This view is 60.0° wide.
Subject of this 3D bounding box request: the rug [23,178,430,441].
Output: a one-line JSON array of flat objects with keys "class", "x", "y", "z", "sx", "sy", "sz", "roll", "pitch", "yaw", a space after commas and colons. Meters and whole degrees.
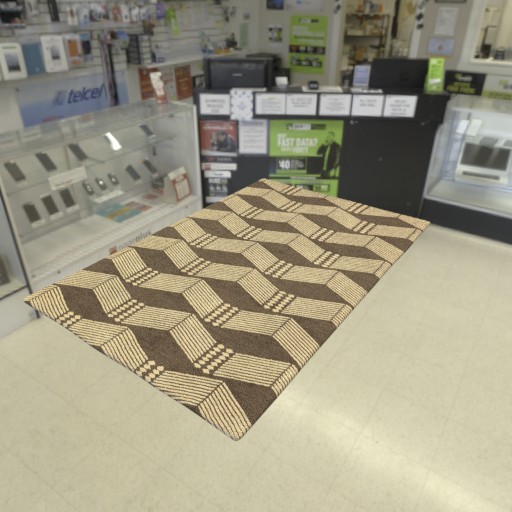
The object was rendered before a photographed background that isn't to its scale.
[{"class": "rug", "x": 0.000, "y": 0.000, "z": 2.278, "sx": 1.210, "sy": 0.016, "sz": 1.833, "roll": 21, "pitch": 36, "yaw": 31}]
